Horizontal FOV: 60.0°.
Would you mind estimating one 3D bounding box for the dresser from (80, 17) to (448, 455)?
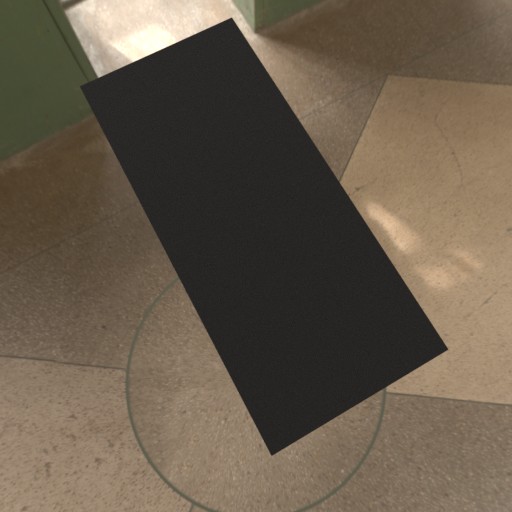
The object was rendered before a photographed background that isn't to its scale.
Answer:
[{"bbox_3d":[0.000,0.000,1.136,0.360,0.720,0.750,-28,77,-7],"label":"dresser"}]
